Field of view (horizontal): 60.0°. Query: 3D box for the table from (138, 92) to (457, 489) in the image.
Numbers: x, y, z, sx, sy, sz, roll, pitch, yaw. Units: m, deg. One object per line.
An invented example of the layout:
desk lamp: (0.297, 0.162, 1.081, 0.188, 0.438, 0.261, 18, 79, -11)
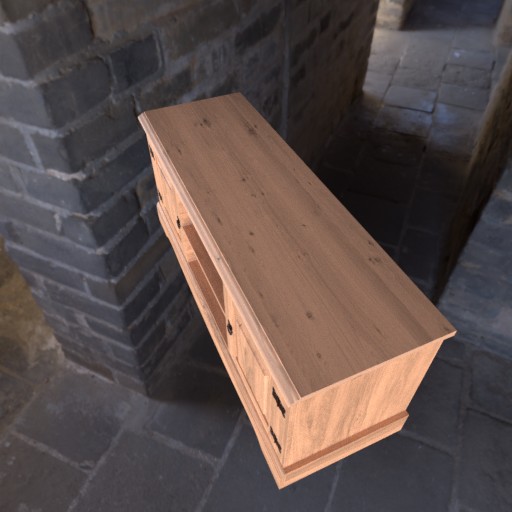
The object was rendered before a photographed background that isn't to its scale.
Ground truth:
table: (0.000, 0.000, 1.449, 0.400, 0.510, 1.200, -18, 49, -16)
